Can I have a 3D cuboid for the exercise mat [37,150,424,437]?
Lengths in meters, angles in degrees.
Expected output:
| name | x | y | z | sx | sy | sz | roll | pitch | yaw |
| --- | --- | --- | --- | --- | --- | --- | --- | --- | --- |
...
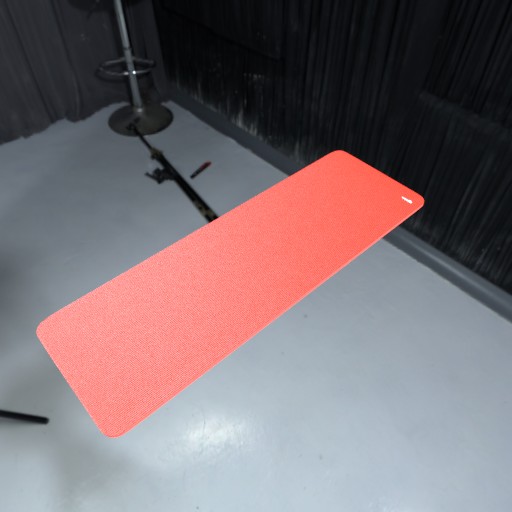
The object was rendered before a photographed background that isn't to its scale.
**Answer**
| name | x | y | z | sx | sy | sz | roll | pitch | yaw |
| --- | --- | --- | --- | --- | --- | --- | --- | --- | --- |
| exercise mat | 0.000 | 0.000 | 2.049 | 1.869 | 0.021 | 0.616 | -33 | 56 | -26 |
